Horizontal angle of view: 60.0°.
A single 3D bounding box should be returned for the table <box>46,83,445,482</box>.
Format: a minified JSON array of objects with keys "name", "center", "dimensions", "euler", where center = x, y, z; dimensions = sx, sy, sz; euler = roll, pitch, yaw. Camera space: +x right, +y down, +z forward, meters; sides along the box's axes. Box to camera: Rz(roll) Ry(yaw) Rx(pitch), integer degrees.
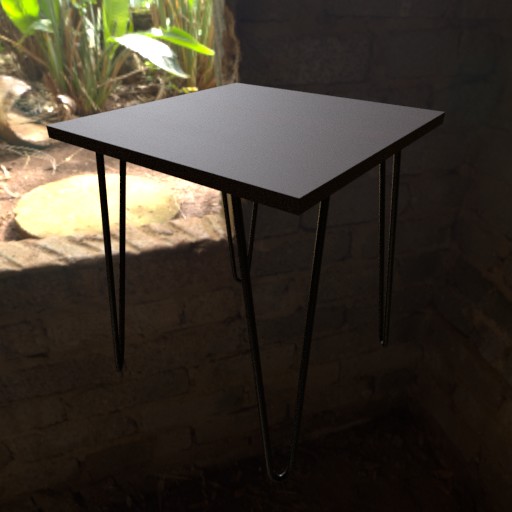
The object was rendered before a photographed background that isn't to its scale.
[{"name":"table","center":[0.000,0.000,0.915],"dimensions":[0.495,0.559,0.495],"euler":[21,37,31]}]
